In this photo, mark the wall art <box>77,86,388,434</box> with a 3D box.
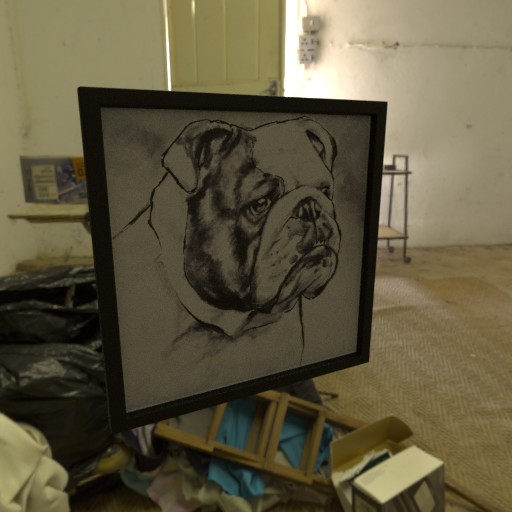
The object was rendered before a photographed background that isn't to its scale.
[{"bbox_3d":[0.000,0.000,0.663,0.456,0.453,0.022,-7,16,-26],"label":"wall art"}]
